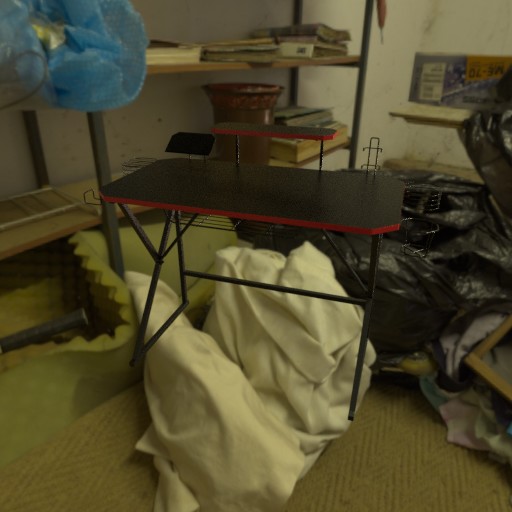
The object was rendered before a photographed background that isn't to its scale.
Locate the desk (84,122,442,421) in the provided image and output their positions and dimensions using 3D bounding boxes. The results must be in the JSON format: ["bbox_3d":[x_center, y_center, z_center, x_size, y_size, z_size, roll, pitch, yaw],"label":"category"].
[{"bbox_3d":[0.000,0.000,1.751,1.280,0.913,0.588,9,28,17],"label":"desk"}]
